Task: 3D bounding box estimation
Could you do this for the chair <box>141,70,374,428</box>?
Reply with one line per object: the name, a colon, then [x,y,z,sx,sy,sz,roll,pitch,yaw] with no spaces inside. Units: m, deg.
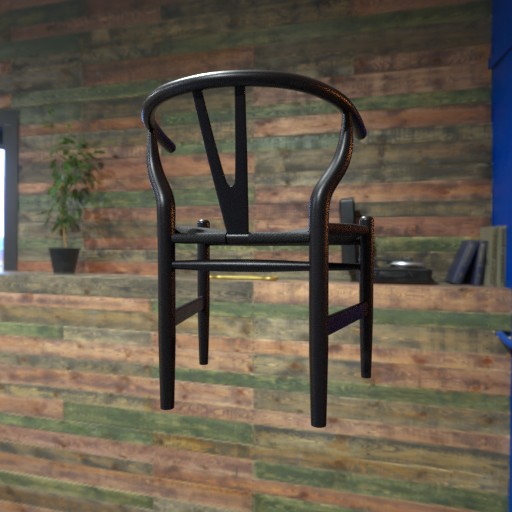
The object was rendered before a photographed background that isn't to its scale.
chair: [0.000,0.000,1.140,0.569,0.730,0.579,0,1,17]
